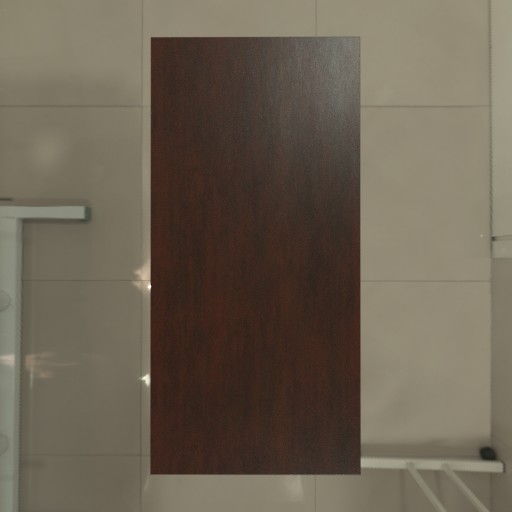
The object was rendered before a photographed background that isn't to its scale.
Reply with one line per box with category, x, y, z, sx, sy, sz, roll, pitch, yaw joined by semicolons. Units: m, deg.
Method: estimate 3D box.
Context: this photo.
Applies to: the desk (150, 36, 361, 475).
desk;0.000;0.000;1.669;0.612;0.758;1.277;0;90;0
